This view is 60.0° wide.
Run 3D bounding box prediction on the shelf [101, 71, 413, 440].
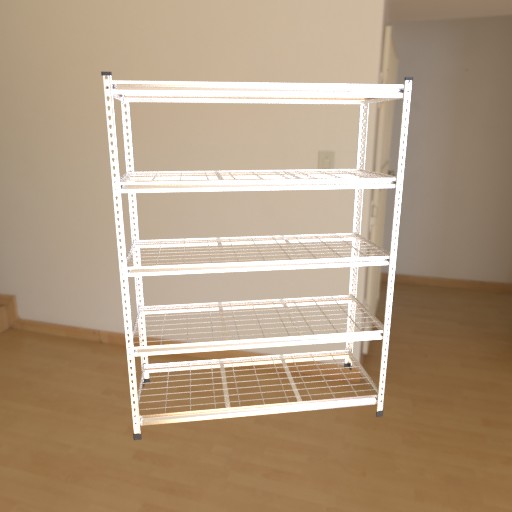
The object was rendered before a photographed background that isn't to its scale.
[{"bbox_3d":[0.000,0.000,2.688,1.524,1.981,0.610,-2,16,-8],"label":"shelf"}]
